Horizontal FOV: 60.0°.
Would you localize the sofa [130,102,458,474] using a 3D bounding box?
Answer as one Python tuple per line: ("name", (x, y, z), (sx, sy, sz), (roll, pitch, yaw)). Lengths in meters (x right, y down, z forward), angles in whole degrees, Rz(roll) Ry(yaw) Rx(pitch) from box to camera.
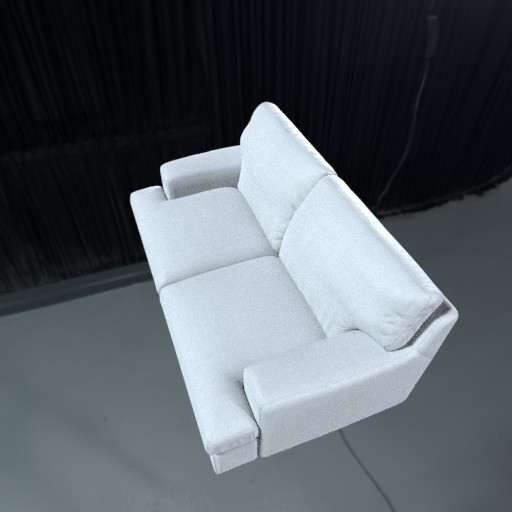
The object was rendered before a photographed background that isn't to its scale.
("sofa", (0.000, 0.000, 2.495), (1.143, 0.940, 1.880), (-15, 47, -15))
